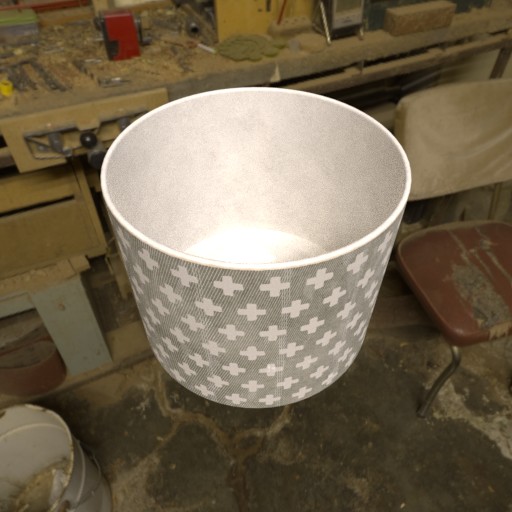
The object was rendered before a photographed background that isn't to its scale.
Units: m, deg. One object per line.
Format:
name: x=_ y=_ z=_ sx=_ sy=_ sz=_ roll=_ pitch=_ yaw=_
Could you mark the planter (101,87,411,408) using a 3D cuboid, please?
planter: x=0.000 y=0.000 z=0.343 sx=0.190 sy=0.181 sz=0.190 roll=0 pitch=46 yaw=0
